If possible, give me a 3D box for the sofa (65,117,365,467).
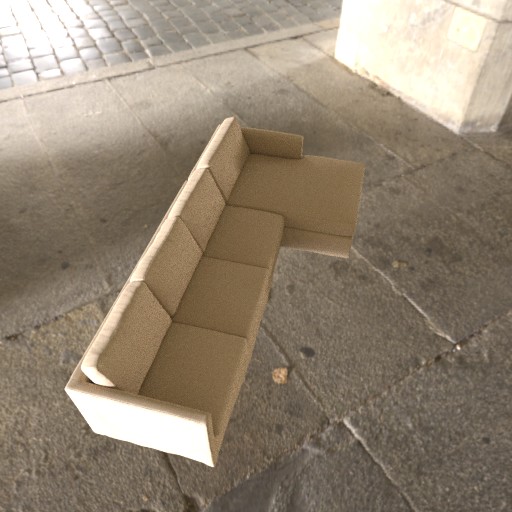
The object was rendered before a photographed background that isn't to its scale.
[{"bbox_3d":[0.000,0.000,3.799,1.622,0.871,3.206,10,48,10],"label":"sofa"}]
